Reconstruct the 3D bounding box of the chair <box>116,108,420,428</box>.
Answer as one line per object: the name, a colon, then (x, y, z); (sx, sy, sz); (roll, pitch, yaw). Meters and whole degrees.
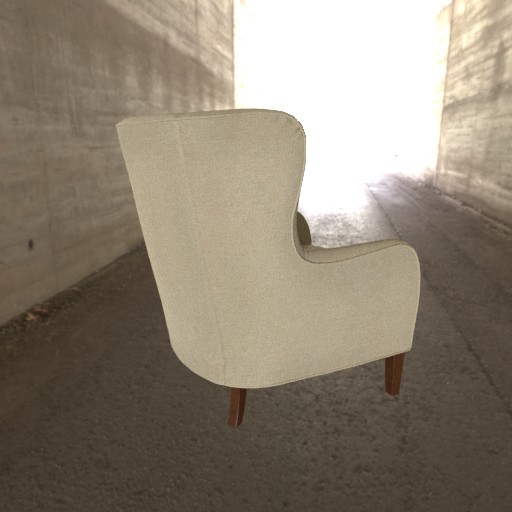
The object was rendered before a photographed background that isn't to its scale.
chair: (0.000, 0.000, 1.730); (0.966, 1.040, 0.838); (-7, 16, -25)
